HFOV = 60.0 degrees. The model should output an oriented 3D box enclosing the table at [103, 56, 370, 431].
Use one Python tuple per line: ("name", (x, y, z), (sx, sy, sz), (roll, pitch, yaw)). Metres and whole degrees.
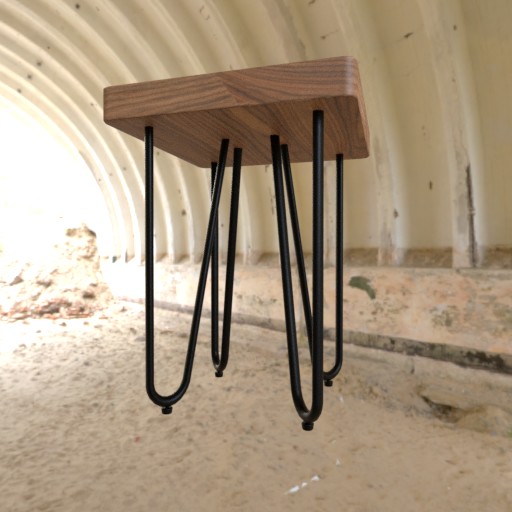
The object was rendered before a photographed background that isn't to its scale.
("table", (0.000, 0.000, 1.001), (0.479, 0.641, 0.480), (0, 0, 17))
